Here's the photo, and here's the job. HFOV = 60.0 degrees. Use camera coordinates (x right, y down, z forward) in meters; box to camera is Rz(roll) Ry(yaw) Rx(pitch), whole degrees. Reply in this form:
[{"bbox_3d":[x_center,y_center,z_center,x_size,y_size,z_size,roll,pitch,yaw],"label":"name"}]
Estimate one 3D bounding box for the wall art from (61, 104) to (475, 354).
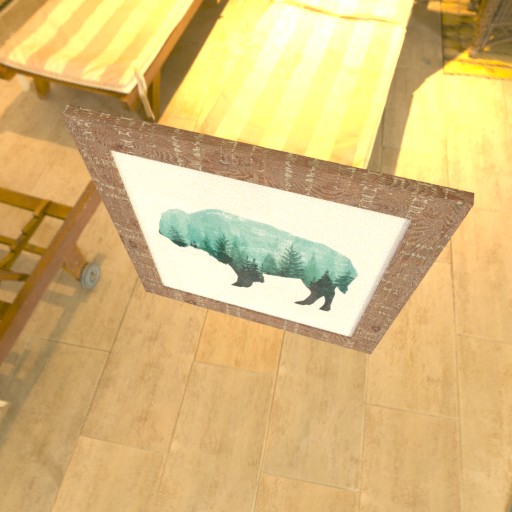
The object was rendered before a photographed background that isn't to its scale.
[{"bbox_3d":[0.000,0.000,0.560,0.380,0.380,0.022,14,60,8],"label":"wall art"}]
